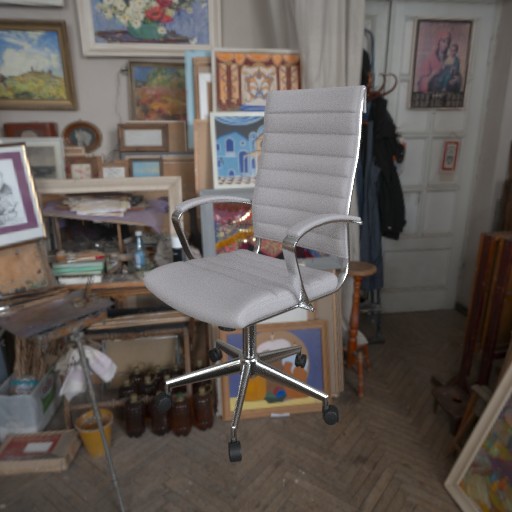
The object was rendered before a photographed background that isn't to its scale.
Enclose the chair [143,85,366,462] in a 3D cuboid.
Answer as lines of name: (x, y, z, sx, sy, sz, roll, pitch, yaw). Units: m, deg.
chair: (0.000, 0.000, 1.582, 0.679, 1.149, 0.667, 16, 23, 42)
